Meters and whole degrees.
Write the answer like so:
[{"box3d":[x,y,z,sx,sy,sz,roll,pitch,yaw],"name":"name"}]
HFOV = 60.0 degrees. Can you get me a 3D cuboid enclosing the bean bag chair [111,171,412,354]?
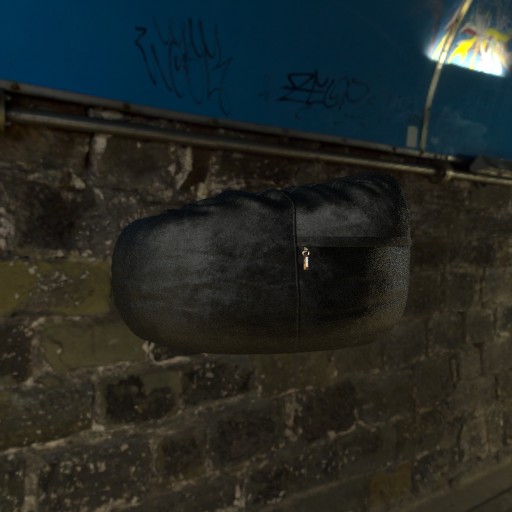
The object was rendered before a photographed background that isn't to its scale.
[{"box3d":[0.000,0.000,2.455,1.524,0.878,1.524,-1,2,-17],"name":"bean bag chair"}]
